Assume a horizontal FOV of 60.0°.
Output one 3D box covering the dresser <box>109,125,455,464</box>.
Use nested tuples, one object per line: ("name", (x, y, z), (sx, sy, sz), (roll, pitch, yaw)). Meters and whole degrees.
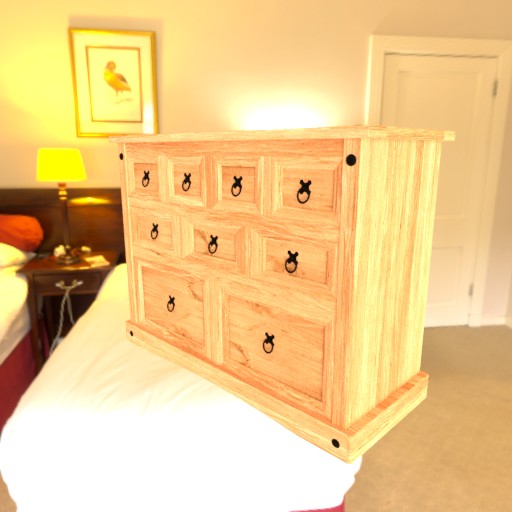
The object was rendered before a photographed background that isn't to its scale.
("dresser", (0.000, 0.000, 1.384), (0.990, 0.740, 0.410), (13, 19, 43))
